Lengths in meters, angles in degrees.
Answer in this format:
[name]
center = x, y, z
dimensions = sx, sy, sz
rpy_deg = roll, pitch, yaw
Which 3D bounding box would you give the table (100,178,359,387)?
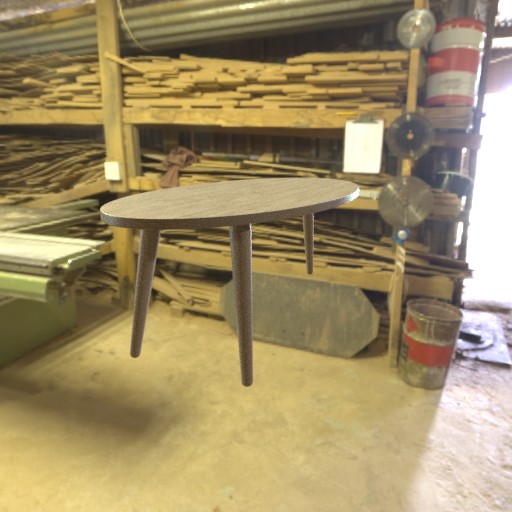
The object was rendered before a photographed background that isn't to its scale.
[table]
center = 0.000, 0.000, 1.327
dimensions = 0.542, 0.390, 1.083
rpy_deg = 7, 16, 25
